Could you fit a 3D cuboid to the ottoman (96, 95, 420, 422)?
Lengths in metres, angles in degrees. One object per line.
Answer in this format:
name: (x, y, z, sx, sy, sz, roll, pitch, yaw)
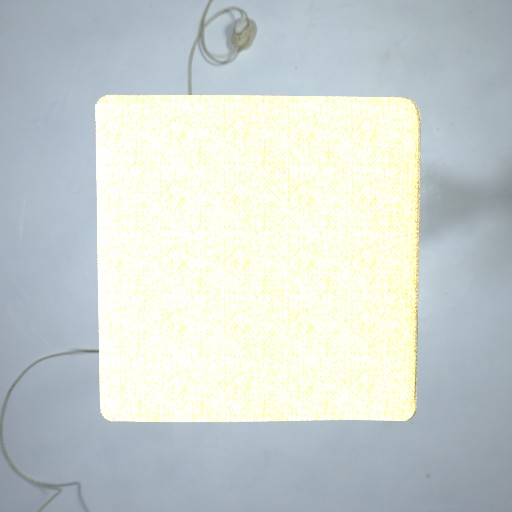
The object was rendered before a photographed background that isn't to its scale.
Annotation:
ottoman: (0.000, 0.000, 0.873, 0.505, 0.441, 0.512, 0, 92, -1)
